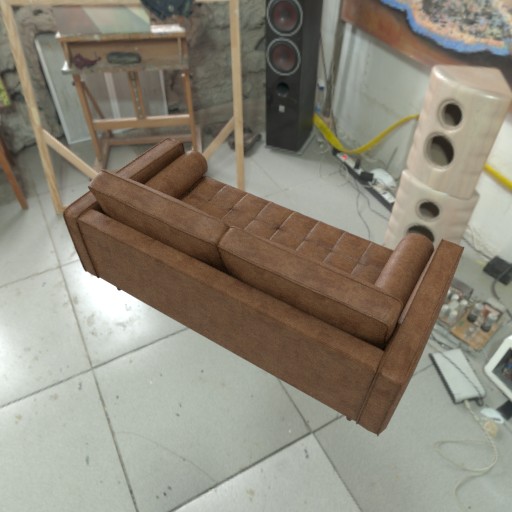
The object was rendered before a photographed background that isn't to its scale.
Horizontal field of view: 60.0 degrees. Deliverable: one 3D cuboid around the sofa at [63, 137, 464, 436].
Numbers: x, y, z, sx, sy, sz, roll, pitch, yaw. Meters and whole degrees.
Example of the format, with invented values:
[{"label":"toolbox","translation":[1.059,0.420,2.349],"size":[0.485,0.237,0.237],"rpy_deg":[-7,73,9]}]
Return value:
[{"label":"sofa","translation":[0.000,0.000,2.424],"size":[1.920,0.825,0.924],"rpy_deg":[24,51,22]}]
